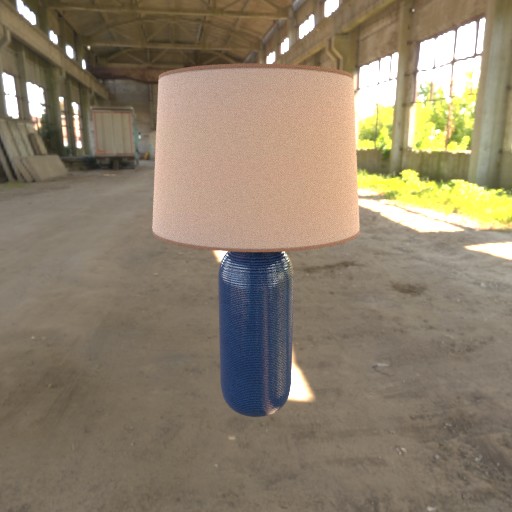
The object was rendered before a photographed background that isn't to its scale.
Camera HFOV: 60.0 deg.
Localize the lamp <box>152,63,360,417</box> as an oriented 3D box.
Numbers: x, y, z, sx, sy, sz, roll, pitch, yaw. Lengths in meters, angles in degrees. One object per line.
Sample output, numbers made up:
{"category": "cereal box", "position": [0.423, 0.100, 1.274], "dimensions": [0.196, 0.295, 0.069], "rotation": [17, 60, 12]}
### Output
{"category": "lamp", "position": [0.000, 0.000, 0.818], "dimensions": [0.367, 0.609, 0.367], "rotation": [0, 15, 0]}
